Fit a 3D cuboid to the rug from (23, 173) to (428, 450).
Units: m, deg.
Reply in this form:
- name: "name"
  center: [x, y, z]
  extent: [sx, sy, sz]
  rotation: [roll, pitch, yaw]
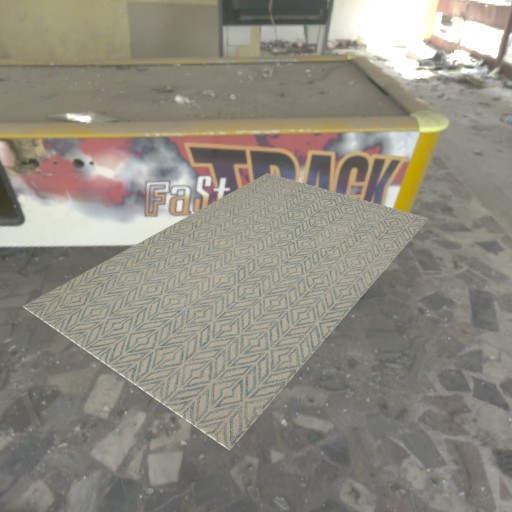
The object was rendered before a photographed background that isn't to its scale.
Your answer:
- name: "rug"
  center: [0.000, 0.000, 2.989]
  extent: [1.526, 0.008, 2.441]
  rotation: [22, 39, 30]
